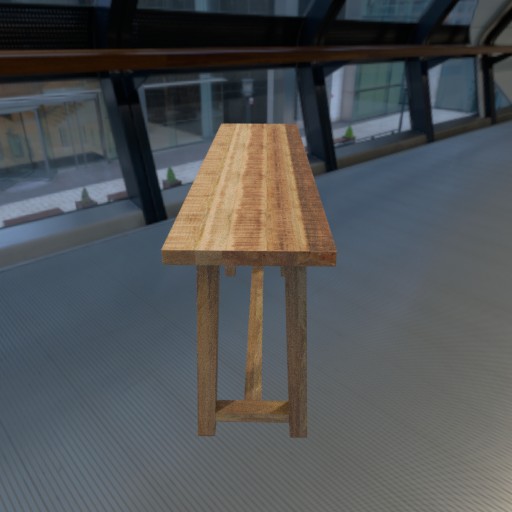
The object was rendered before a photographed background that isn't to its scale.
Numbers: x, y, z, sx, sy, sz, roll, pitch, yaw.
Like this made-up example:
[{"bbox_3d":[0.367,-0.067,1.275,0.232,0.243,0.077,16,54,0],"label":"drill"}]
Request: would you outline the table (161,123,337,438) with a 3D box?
[{"bbox_3d":[0.000,0.000,1.882,0.405,0.810,1.524,1,27,1],"label":"table"}]
